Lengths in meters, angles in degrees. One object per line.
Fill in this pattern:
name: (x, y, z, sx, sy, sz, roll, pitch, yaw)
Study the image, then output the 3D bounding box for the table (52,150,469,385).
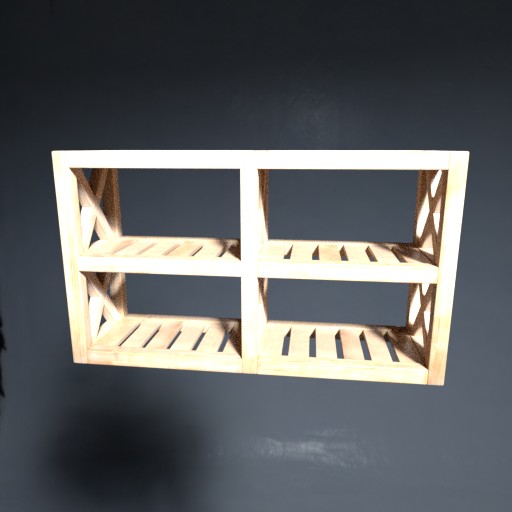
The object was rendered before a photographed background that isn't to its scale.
table: (0.000, 0.000, 1.650, 1.320, 0.762, 0.381, 2, 14, 7)
